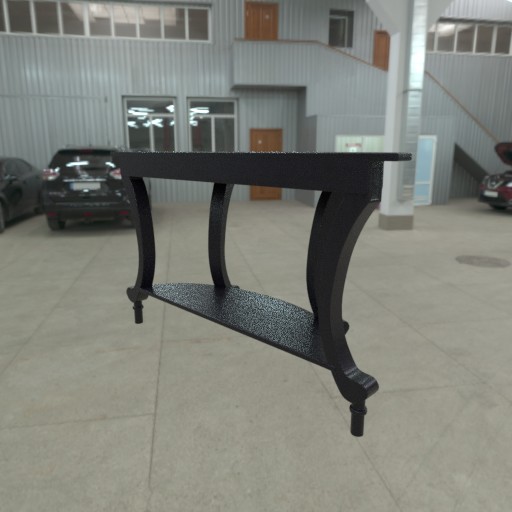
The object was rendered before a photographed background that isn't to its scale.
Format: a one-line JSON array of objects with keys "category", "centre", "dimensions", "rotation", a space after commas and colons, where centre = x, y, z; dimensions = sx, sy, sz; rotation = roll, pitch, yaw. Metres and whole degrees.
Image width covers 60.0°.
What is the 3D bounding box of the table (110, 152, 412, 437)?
[{"category": "table", "centre": [0.000, 0.000, 1.515], "dimensions": [1.198, 0.692, 0.394], "rotation": [13, 19, 43]}]
